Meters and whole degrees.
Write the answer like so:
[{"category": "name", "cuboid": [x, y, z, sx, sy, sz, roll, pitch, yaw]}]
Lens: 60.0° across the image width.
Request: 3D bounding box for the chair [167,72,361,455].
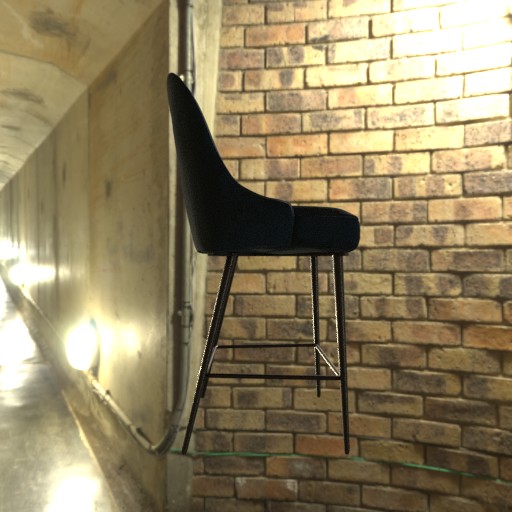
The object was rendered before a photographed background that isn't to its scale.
[{"category": "chair", "cuboid": [0.000, 0.000, 1.243, 0.489, 0.927, 0.526, 0, 0, -1]}]
